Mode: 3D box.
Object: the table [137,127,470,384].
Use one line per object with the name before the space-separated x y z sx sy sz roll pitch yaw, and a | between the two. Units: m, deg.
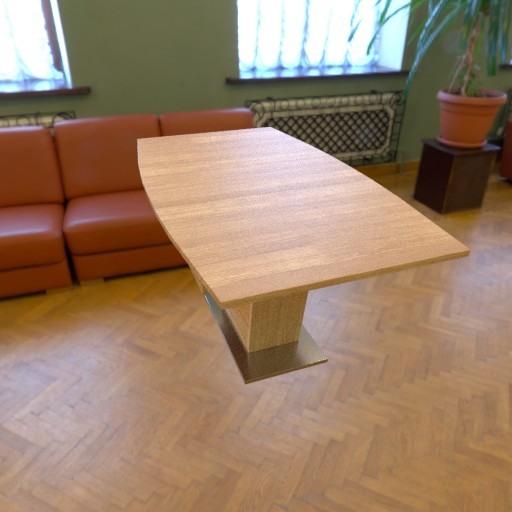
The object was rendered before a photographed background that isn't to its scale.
table | 0.000 0.000 2.039 0.900 0.748 1.598 -10 31 -17
